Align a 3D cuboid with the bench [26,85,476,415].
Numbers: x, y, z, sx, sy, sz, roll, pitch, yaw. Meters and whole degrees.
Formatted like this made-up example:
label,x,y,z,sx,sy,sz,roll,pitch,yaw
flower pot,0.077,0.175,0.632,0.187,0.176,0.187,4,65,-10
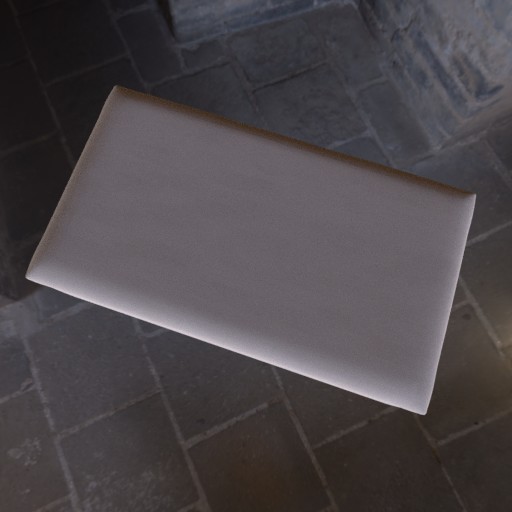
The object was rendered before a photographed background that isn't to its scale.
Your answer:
label,x,y,z,sx,sy,sz,roll,pitch,yaw
bench,0.000,0.000,1.160,0.887,0.449,0.500,18,77,4
